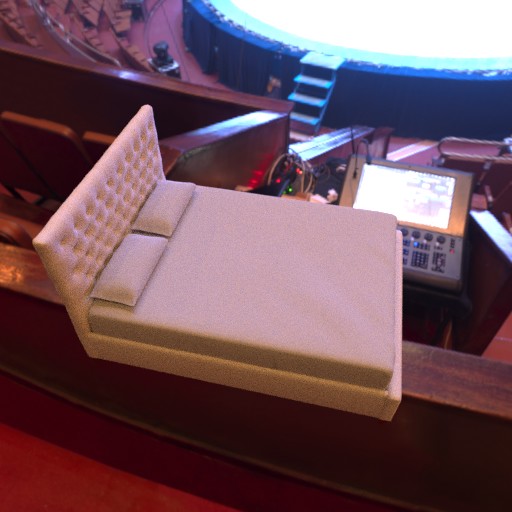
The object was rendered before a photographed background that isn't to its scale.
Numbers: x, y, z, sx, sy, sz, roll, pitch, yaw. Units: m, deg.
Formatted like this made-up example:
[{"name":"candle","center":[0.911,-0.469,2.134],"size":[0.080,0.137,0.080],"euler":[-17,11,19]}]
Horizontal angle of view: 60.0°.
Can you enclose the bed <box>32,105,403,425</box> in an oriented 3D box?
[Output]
[{"name":"bed","center":[0.000,0.000,3.494],"size":[2.387,1.427,1.698],"euler":[10,48,9]}]
